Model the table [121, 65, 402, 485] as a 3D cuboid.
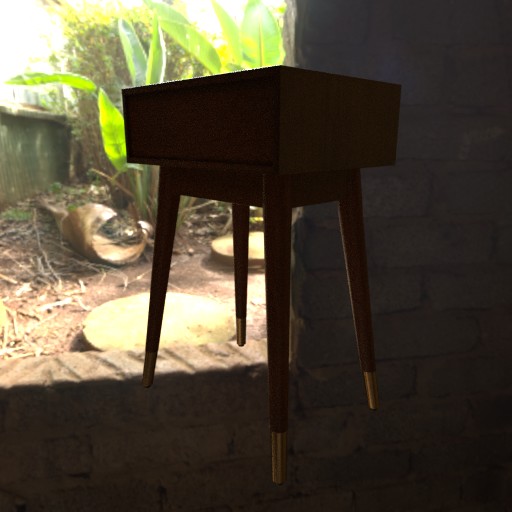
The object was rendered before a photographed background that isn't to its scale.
[{"bbox_3d":[0.000,0.000,0.835,0.300,0.599,0.406,-14,21,-43],"label":"table"}]
